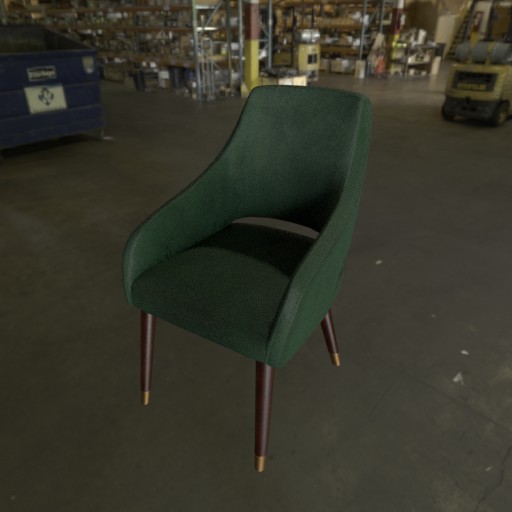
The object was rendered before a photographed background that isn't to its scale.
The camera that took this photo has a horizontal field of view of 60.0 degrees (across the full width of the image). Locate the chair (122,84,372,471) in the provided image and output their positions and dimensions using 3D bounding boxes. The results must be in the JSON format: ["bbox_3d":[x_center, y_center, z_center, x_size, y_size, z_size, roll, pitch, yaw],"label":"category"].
[{"bbox_3d":[0.000,0.000,1.610,0.683,1.081,0.794,17,32,29],"label":"chair"}]
